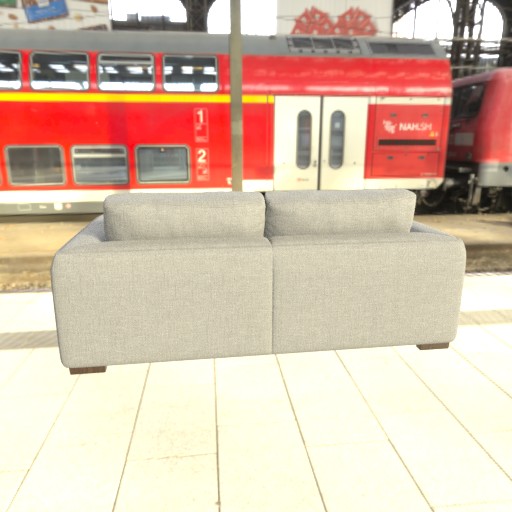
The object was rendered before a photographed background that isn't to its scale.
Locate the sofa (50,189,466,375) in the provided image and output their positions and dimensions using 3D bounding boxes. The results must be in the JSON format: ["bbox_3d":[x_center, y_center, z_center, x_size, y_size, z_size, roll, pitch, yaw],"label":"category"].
[{"bbox_3d":[0.000,0.000,2.516,1.920,0.800,1.069,-2,15,-8],"label":"sofa"}]
